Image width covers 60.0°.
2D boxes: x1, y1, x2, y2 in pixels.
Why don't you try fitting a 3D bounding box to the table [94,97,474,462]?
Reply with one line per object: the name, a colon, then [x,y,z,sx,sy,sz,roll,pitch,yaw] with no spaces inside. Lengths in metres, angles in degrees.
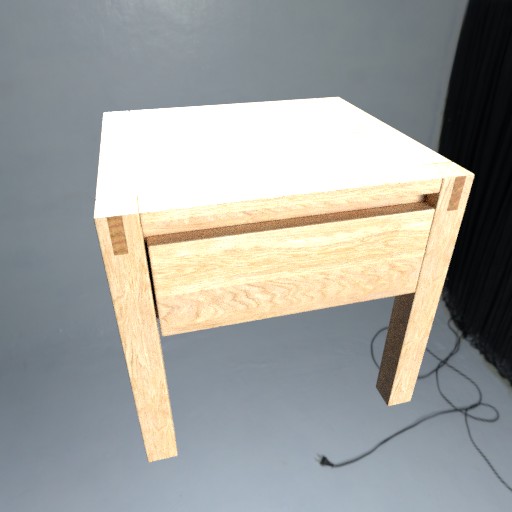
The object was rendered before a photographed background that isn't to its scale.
table: [0.000,0.000,0.830,0.480,0.450,0.440,-8,34,-12]
